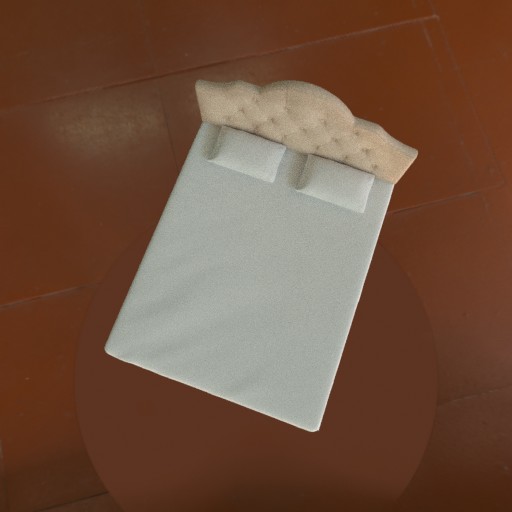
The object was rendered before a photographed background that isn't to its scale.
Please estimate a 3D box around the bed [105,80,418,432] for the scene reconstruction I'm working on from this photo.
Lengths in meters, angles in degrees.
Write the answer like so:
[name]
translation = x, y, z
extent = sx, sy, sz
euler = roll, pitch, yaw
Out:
[bed]
translation = 0.000, 0.000, 3.018
extent = 1.667, 1.194, 1.970
euler = 19, 77, 5
